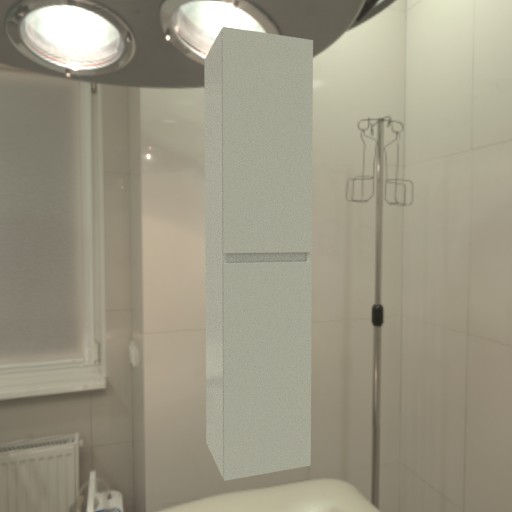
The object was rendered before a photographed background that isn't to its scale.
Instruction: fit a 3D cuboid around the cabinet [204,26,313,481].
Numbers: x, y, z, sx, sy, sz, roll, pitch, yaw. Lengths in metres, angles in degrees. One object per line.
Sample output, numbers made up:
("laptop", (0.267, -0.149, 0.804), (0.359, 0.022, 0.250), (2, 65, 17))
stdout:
("cabinet", (0.000, 0.000, 1.538), (0.300, 1.400, 0.270), (-1, 3, -18))
